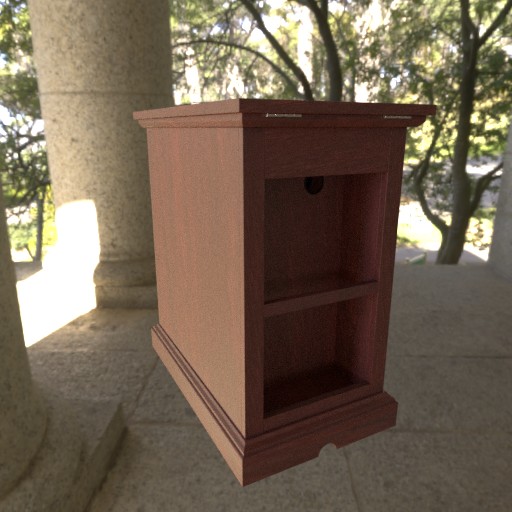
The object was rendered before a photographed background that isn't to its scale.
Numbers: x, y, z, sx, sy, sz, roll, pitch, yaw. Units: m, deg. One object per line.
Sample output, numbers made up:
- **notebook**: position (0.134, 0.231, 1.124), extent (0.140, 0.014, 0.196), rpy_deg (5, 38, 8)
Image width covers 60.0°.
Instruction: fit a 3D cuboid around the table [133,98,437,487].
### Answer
- **table**: position (0.000, 0.000, 0.972), extent (0.356, 0.612, 0.584), rpy_deg (-8, 18, -27)
